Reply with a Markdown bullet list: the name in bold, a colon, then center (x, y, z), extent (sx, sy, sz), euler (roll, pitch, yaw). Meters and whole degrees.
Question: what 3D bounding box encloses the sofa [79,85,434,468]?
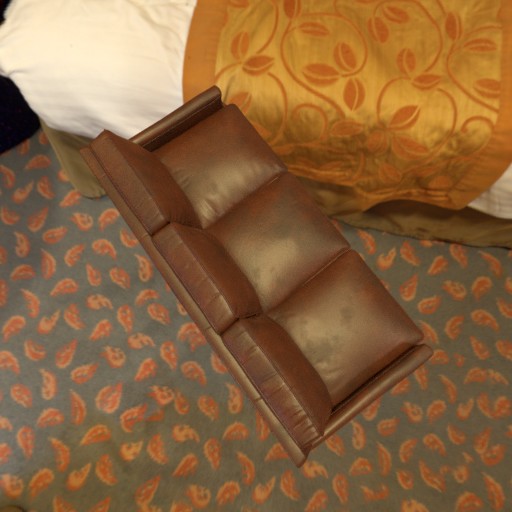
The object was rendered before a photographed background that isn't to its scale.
- **sofa**: center (0.000, 0.000, 2.826), extent (1.084, 1.003, 2.240), euler (-35, 77, -9)
